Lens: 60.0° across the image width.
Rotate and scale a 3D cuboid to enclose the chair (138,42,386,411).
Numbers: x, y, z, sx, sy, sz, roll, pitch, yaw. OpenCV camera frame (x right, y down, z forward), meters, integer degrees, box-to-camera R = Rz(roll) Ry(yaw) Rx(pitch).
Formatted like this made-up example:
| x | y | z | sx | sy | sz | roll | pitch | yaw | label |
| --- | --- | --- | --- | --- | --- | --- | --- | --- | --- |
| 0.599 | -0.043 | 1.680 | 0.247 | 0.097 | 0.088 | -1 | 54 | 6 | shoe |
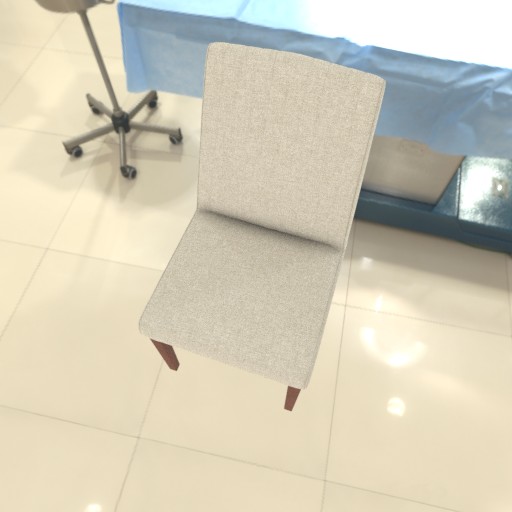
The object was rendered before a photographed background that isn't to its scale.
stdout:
| x | y | z | sx | sy | sz | roll | pitch | yaw | label |
| --- | --- | --- | --- | --- | --- | --- | --- | --- | --- |
| 0.000 | 0.000 | 1.253 | 0.480 | 0.900 | 0.594 | 16 | 61 | 9 | chair |
